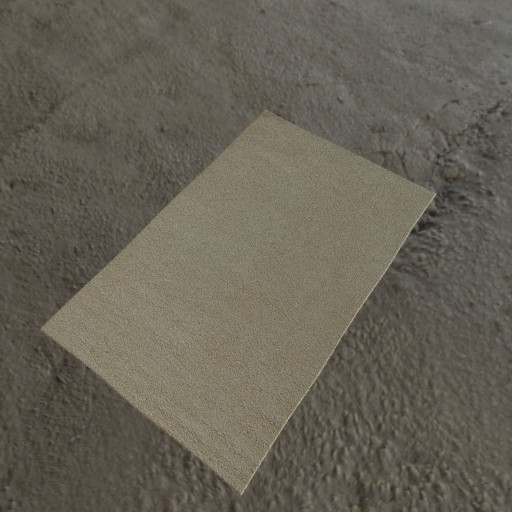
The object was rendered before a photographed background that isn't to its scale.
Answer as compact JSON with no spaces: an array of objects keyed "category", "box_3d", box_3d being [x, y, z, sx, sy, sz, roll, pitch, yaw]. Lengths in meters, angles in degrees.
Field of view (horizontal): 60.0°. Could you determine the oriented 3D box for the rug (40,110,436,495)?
[{"category":"rug","box_3d":[0.000,0.000,2.922,1.500,0.025,2.346,32,64,17]}]
